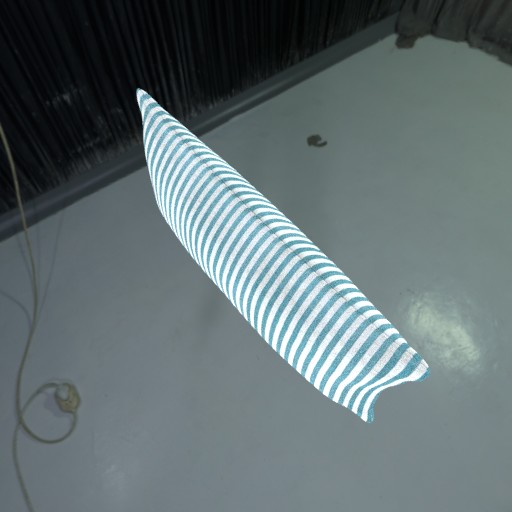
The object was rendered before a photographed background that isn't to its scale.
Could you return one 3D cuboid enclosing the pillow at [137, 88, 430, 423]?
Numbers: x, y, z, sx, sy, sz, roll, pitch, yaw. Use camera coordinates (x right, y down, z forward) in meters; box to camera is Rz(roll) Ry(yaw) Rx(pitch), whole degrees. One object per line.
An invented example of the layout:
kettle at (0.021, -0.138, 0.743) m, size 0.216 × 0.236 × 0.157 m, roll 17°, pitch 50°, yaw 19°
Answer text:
pillow at (0.000, 0.000, 0.740) m, size 0.151 × 0.295 × 0.617 m, roll -35°, pitch 65°, yaw -19°
